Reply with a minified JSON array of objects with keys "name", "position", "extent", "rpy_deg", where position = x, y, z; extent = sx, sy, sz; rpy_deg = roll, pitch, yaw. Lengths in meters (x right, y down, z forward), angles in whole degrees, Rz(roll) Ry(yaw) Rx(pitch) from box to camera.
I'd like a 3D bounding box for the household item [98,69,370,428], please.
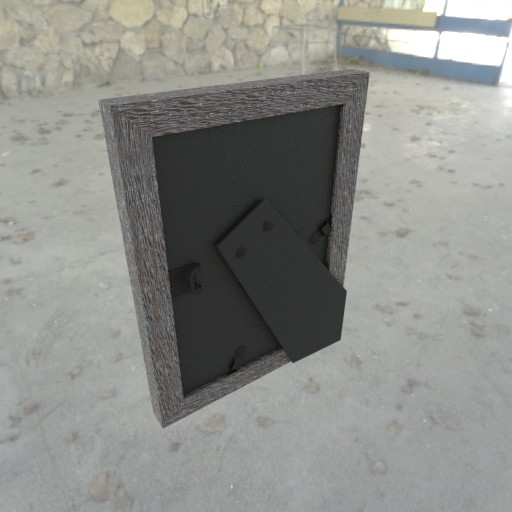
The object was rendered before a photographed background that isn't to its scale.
[{"name":"household item","position":[0.000,0.000,0.287],"extent":[0.160,0.210,0.020],"rpy_deg":[-20,36,-29]}]
